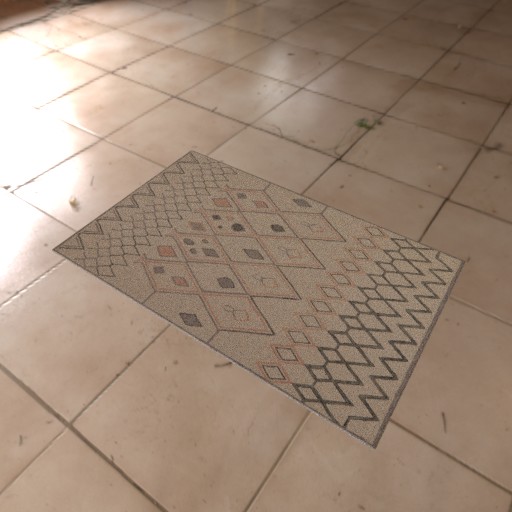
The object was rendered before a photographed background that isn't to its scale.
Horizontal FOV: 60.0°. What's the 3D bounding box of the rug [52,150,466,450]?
[{"bbox_3d":[0.000,0.000,3.072,2.438,0.015,1.524,26,52,23],"label":"rug"}]
